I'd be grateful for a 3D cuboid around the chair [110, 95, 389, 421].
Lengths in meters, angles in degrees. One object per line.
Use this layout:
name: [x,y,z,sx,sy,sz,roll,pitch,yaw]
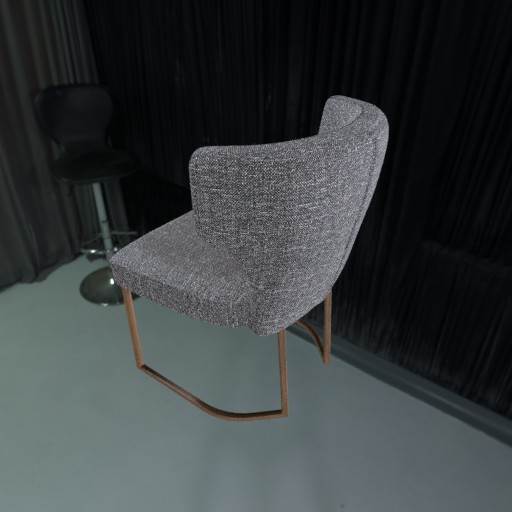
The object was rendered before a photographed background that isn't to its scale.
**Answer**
chair: [0.000,0.000,1.262,0.617,0.824,0.611,21,38,30]
